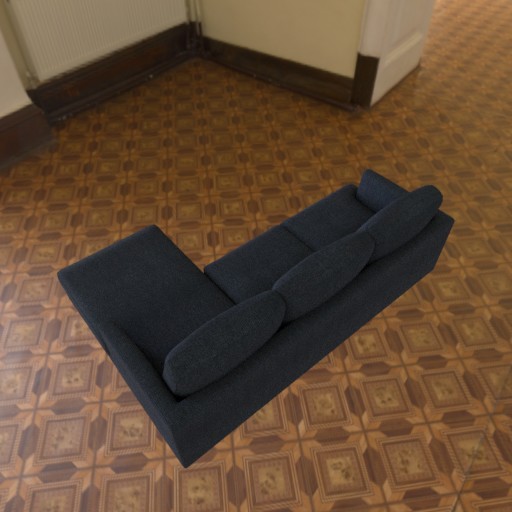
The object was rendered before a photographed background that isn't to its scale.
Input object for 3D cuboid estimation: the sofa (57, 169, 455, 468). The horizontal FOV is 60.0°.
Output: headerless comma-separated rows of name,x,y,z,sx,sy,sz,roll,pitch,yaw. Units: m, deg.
sofa,0.000,0.000,3.015,2.233,0.956,1.504,-31,54,-26
